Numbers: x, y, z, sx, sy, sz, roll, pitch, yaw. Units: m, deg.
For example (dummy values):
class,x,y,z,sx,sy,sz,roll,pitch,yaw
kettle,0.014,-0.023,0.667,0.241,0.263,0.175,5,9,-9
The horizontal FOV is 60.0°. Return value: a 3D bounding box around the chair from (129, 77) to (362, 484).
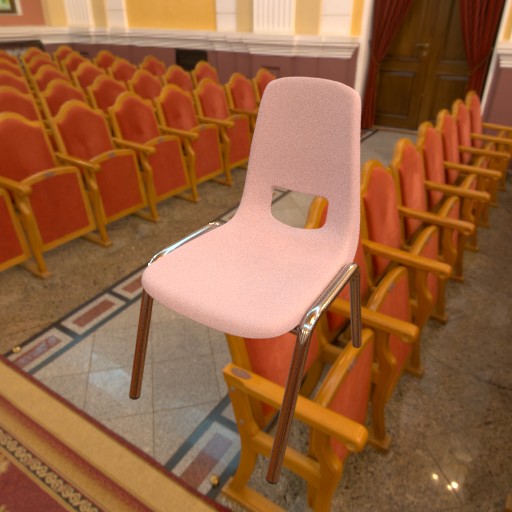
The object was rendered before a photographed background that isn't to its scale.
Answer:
class,x,y,z,sx,sy,sz,roll,pitch,yaw
chair,0.000,0.000,0.834,0.354,0.586,0.423,18,34,29
